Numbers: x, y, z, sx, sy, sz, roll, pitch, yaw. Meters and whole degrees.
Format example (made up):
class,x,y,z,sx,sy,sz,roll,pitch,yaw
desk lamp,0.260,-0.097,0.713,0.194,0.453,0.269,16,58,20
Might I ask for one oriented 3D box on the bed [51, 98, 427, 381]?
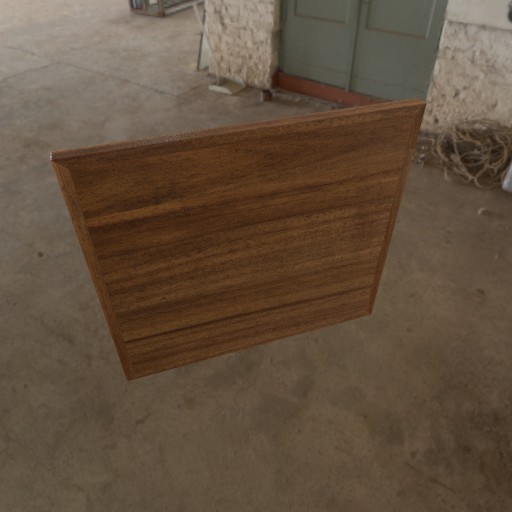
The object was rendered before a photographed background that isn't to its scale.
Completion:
class,x,y,z,sx,sy,sz,roll,pitch,yaw
bed,0.000,0.000,1.501,1.041,0.940,0.043,-13,43,-14
